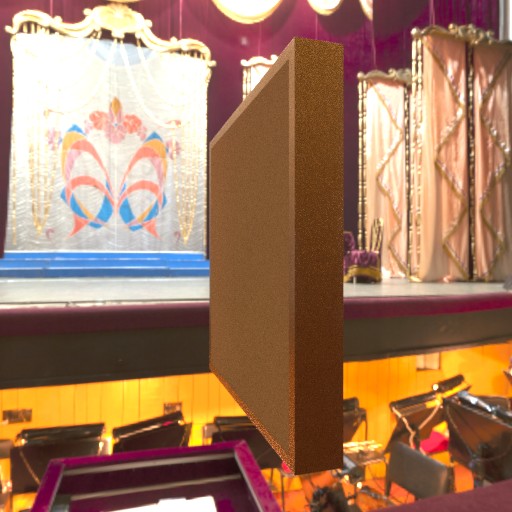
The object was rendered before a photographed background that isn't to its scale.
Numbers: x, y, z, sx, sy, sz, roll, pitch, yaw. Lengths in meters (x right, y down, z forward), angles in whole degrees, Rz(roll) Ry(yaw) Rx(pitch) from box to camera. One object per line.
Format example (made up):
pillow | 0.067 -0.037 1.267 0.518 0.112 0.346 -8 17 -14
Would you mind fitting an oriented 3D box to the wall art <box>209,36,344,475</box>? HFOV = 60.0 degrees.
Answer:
wall art | 0.000 0.000 0.459 0.038 0.305 0.306 0 0 -17
